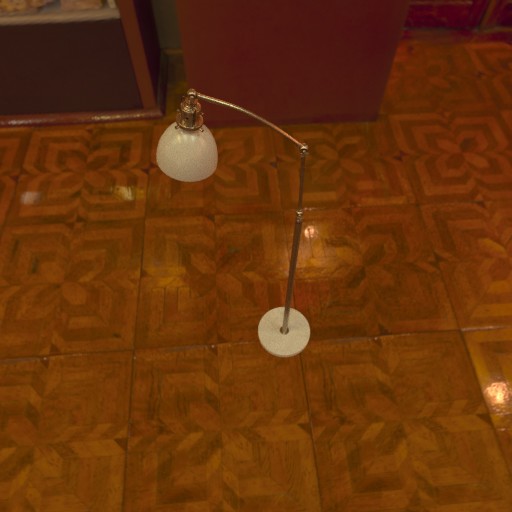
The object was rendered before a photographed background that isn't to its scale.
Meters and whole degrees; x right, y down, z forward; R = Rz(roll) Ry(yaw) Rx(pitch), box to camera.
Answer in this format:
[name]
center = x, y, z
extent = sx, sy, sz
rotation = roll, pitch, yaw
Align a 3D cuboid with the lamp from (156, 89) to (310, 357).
[lamp]
center = 0.000, 0.000, 1.814
extent = 0.599, 1.586, 0.288
rotation = -2, 57, -1
